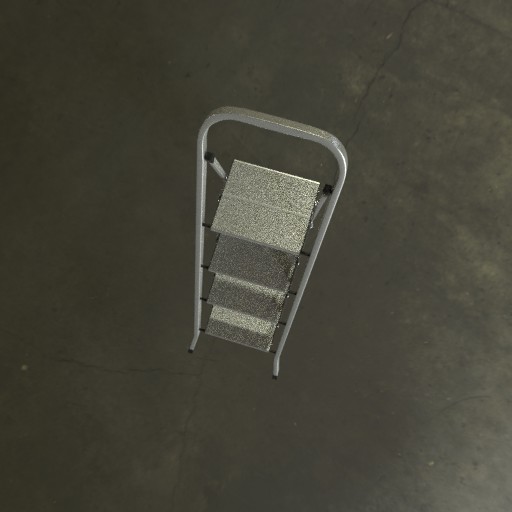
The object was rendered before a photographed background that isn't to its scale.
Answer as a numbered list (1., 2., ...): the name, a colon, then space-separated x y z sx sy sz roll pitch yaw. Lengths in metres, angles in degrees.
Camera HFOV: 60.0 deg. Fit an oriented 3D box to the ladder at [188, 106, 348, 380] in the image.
1. ladder: 0.000 0.000 1.683 0.465 1.290 0.830 16 76 4
